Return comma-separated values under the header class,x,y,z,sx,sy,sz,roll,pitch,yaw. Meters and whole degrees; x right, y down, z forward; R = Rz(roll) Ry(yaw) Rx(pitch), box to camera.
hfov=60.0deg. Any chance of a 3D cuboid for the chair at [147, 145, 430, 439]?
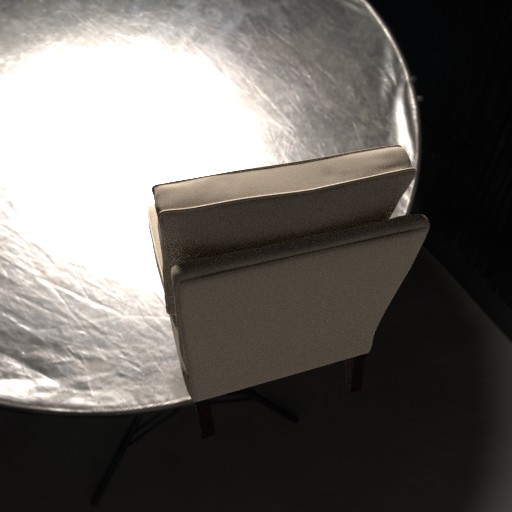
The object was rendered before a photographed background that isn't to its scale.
class,x,y,z,sx,sy,sz,roll,pitch,yaw
chair,0.000,0.000,1.427,0.630,0.887,0.781,-12,43,-14
